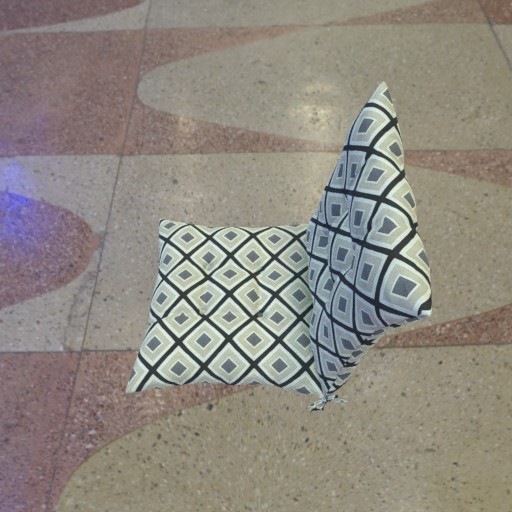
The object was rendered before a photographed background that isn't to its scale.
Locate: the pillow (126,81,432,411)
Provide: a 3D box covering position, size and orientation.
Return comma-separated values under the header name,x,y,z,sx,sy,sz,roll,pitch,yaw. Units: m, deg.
name,x,y,z,sx,sy,sz,roll,pitch,yaw
pillow,0.000,0.000,0.968,0.585,0.536,0.541,2,58,1
